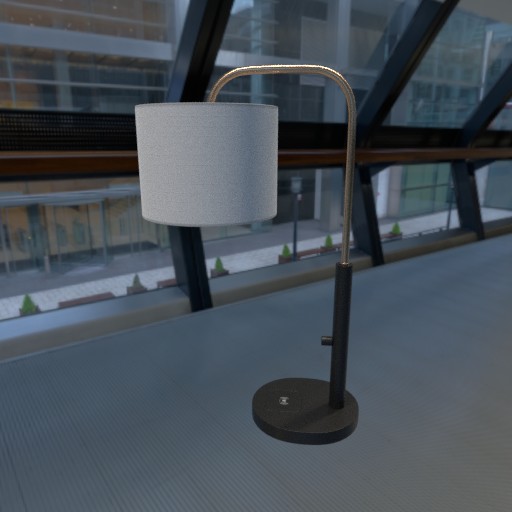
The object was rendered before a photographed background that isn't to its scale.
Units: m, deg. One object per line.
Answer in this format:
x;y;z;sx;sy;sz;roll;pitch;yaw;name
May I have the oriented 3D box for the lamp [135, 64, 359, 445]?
0.000;0.000;0.677;0.337;0.540;0.199;2;16;7;lamp
